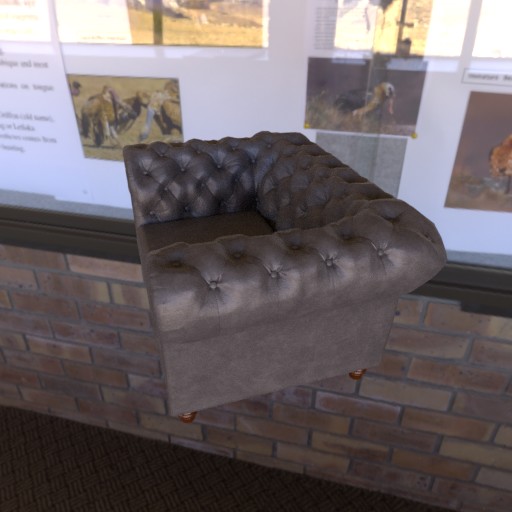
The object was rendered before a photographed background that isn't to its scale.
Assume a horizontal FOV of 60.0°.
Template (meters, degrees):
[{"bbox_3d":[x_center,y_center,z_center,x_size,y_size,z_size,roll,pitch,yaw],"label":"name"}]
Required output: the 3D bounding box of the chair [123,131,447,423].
[{"bbox_3d":[0.000,0.000,1.882,0.943,0.780,1.298,-9,32,-15],"label":"chair"}]
